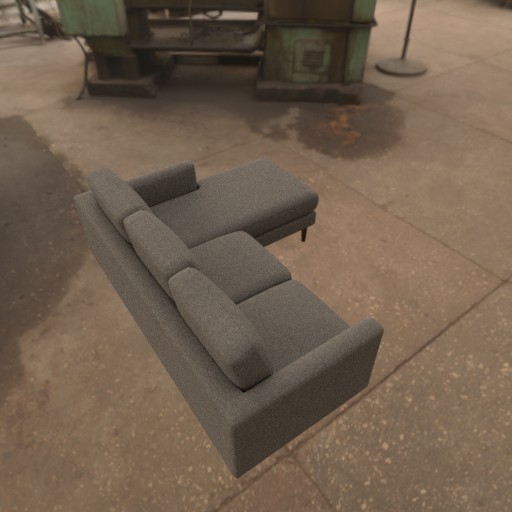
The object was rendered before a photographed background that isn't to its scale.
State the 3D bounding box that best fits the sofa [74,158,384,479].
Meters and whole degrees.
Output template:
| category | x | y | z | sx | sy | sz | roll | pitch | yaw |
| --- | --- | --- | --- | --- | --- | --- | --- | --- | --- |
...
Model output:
| category | x | y | z | sx | sy | sz | roll | pitch | yaw |
| --- | --- | --- | --- | --- | --- | --- | --- | --- | --- |
| sofa | 0.000 | 0.000 | 2.932 | 1.667 | 0.957 | 2.055 | -25 | 47 | -25 |
